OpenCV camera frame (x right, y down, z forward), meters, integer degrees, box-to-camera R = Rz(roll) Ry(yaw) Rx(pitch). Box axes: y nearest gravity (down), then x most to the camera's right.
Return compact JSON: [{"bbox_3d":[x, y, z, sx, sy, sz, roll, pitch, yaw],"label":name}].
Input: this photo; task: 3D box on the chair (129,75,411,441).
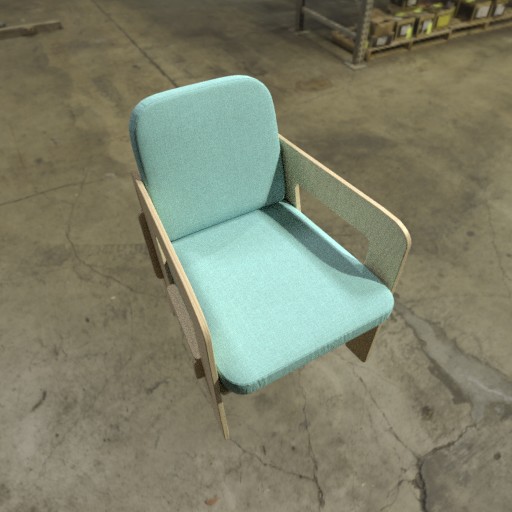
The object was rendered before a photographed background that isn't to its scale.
[{"bbox_3d":[0.000,0.000,1.318,0.590,0.800,0.710,-22,50,-20],"label":"chair"}]
